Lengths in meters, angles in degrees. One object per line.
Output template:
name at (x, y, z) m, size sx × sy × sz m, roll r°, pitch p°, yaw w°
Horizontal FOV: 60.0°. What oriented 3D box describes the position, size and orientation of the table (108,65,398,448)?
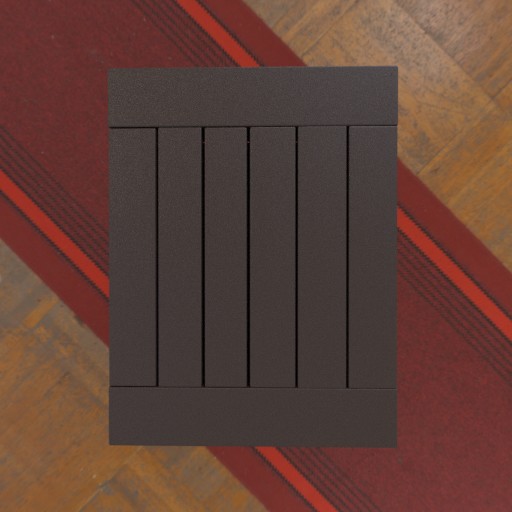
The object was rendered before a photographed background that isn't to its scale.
table at (0.000, 0.000, 1.003) m, size 0.460 × 0.605 × 0.602 m, roll 0°, pitch 90°, yaw 1°
